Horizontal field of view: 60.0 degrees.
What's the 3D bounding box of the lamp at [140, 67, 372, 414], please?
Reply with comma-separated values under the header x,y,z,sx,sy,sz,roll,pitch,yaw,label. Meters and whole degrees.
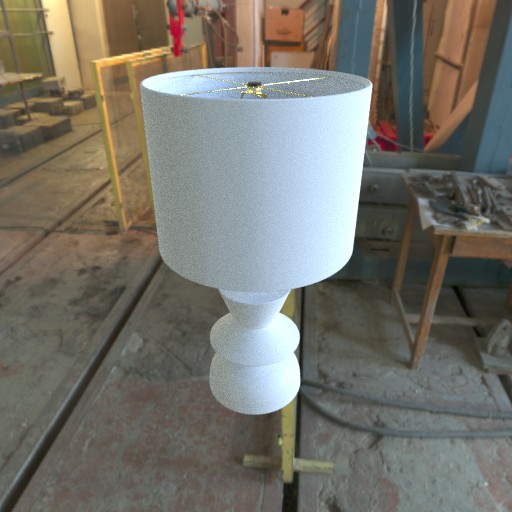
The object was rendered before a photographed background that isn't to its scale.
x,y,z,sx,sy,sz,roll,pitch,yaw,label
0.000,0.000,0.716,0.301,0.533,0.301,-21,35,-33,lamp
